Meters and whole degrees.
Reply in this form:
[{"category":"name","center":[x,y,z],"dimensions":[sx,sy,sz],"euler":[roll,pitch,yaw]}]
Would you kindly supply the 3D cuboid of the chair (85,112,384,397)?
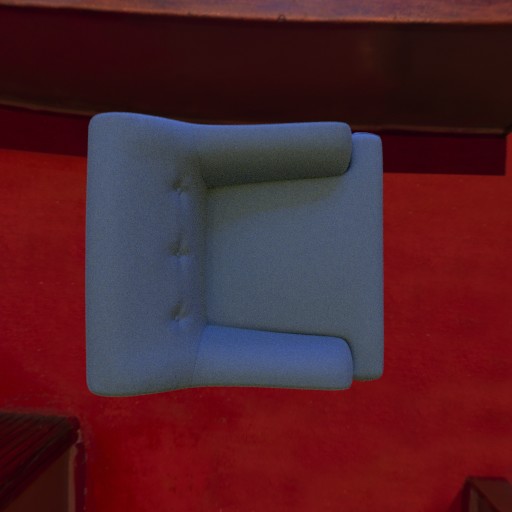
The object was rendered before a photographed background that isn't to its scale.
[{"category":"chair","center":[0.000,0.000,1.633],"dimensions":[0.951,0.818,0.946],"euler":[0,89,1]}]
